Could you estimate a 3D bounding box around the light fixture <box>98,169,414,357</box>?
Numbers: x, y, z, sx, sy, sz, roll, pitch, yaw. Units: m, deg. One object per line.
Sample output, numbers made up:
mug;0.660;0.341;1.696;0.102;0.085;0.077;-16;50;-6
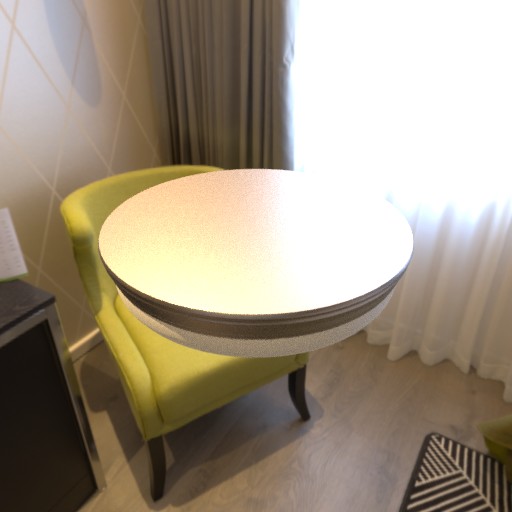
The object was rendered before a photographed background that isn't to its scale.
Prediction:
light fixture;0.000;0.000;0.563;0.368;0.100;0.368;0;31;0
